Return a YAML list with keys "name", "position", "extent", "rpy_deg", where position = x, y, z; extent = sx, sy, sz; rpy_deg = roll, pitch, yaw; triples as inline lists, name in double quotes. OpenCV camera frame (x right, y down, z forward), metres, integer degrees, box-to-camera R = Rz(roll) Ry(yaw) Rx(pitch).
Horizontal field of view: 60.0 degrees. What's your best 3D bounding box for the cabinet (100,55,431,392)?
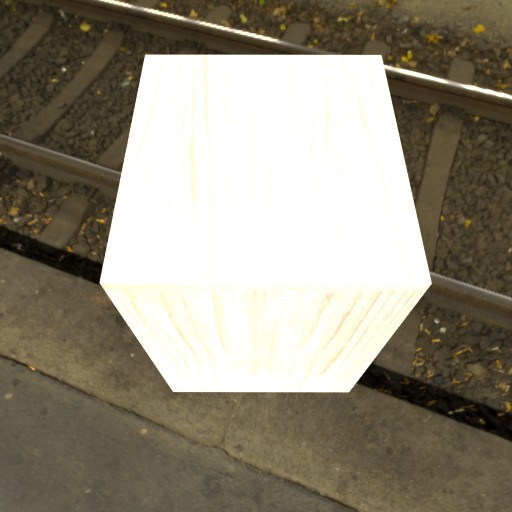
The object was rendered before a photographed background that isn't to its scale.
- name: "cabinet"
  position: [0.000, 0.000, 0.857]
  extent: [0.401, 0.579, 0.409]
  rpy_deg: [0, 60, 0]
